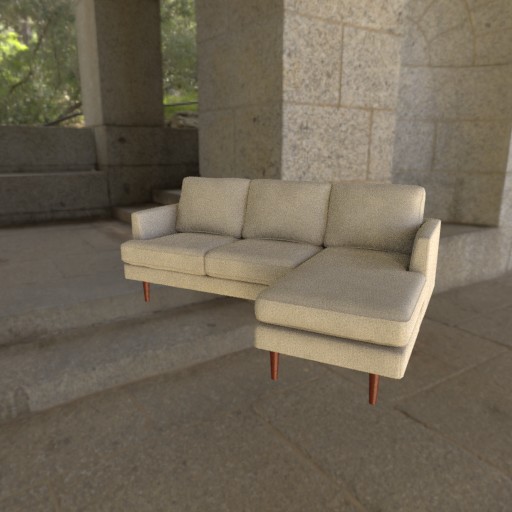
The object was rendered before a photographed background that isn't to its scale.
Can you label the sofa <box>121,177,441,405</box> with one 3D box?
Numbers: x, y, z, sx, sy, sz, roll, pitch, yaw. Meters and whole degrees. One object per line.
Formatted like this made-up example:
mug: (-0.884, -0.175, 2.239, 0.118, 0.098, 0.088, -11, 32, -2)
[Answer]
sofa: (0.000, 0.000, 3.056, 2.233, 0.956, 1.504, 7, 16, 26)
